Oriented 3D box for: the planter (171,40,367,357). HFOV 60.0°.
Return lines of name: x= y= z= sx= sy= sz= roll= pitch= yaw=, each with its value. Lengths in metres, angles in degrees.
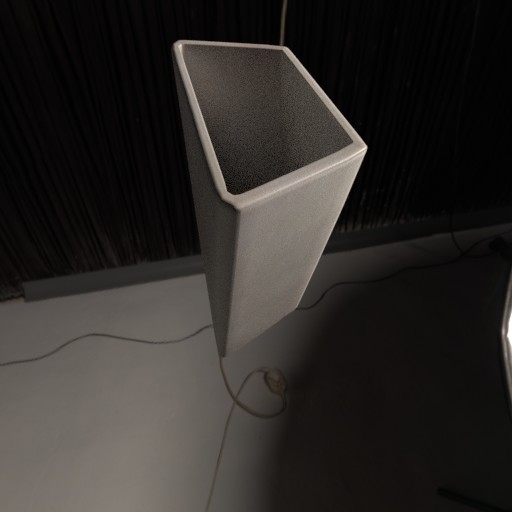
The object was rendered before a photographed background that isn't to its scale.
planter: x=0.000 y=0.000 z=0.262 sx=0.060 sy=0.197 sz=0.150 roll=-10 pitch=46 yaw=-10
